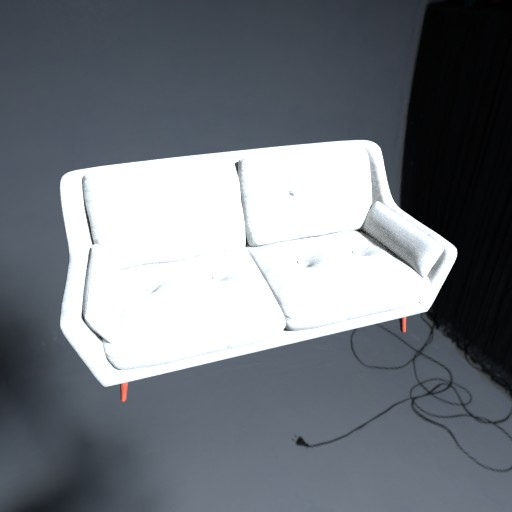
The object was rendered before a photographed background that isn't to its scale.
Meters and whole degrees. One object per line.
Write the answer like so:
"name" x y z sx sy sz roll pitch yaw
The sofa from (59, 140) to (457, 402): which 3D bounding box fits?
"sofa" 0.000 0.000 2.405 1.930 0.897 0.976 -10 33 -16
